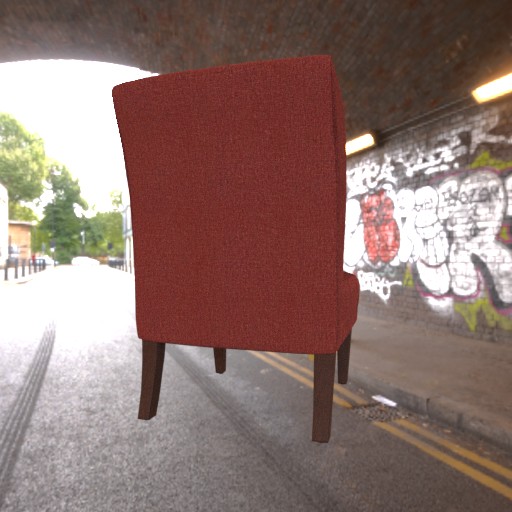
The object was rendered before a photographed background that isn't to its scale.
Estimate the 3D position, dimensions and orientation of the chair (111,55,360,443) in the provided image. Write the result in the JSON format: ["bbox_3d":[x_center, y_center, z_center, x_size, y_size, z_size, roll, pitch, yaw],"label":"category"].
[{"bbox_3d":[0.000,0.000,1.273,0.538,0.846,0.640,0,0,18],"label":"chair"}]
